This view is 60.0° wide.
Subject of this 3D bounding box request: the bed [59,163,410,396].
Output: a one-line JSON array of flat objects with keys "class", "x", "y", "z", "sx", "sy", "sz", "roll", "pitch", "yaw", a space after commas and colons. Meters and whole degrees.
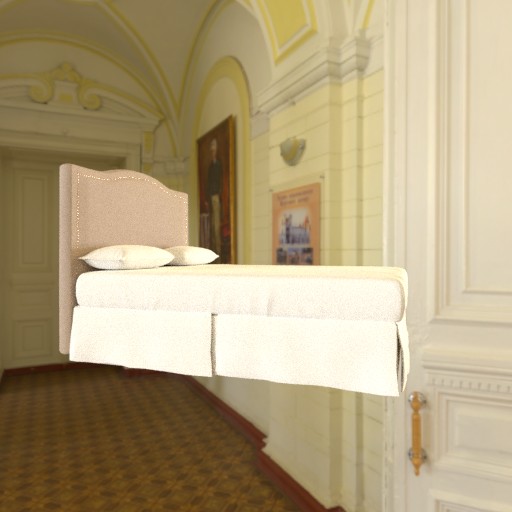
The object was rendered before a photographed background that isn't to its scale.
[{"class": "bed", "x": 0.000, "y": 0.000, "z": 3.476, "sx": 2.282, "sy": 1.436, "sz": 1.821, "roll": 0, "pitch": 1, "yaw": 19}]
